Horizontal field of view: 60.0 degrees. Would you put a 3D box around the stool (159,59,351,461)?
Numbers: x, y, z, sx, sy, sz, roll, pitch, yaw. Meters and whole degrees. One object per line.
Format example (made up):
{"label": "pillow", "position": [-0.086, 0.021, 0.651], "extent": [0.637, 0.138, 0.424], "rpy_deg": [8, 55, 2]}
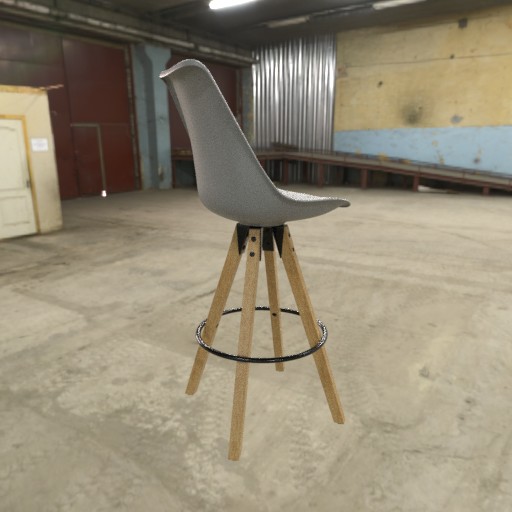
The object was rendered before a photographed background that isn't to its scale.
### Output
{"label": "stool", "position": [0.000, 0.000, 1.446], "extent": [0.550, 1.115, 0.485], "rpy_deg": [-7, 16, -26]}
